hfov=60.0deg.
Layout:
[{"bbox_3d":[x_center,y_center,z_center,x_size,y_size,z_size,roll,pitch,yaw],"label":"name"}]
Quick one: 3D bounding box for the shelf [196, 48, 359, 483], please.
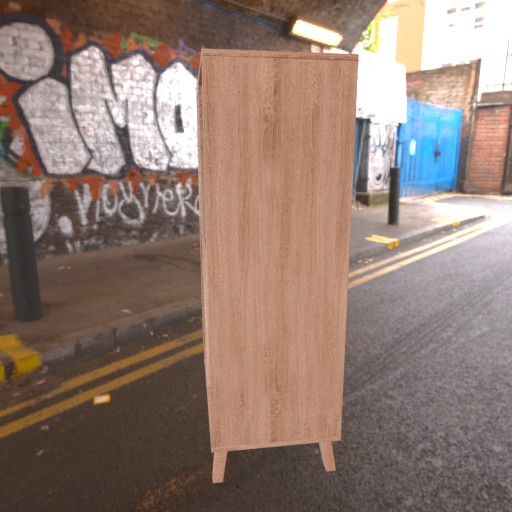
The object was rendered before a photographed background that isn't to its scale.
[{"bbox_3d":[0.000,0.000,1.870,0.450,1.390,1.000,-2,13,-8],"label":"shelf"}]
